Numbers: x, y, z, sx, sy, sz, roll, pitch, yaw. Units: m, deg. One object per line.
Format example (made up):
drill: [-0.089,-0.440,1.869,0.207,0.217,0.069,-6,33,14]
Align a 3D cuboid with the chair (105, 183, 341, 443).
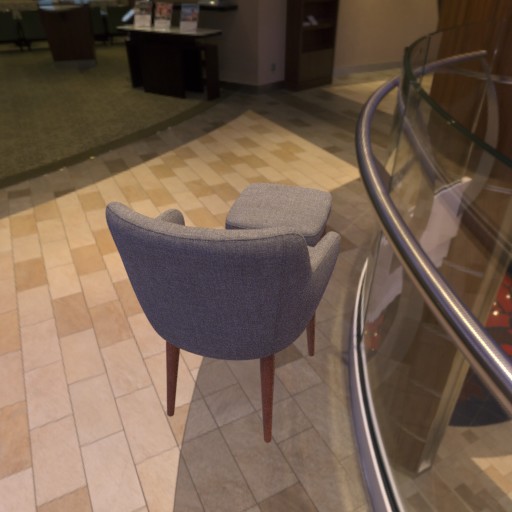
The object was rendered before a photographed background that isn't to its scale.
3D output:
chair: [0.000,0.000,1.565,0.584,0.799,1.107,9,34,14]
